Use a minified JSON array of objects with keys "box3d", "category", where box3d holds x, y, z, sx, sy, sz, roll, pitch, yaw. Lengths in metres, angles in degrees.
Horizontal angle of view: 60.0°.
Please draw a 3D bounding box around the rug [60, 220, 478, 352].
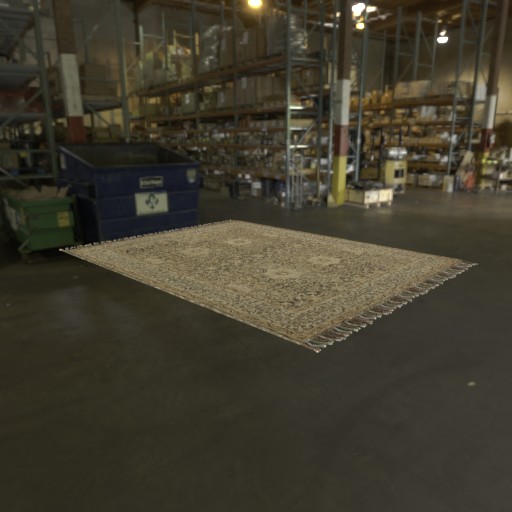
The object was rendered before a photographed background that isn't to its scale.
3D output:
[{"box3d":[0.000,0.000,4.293,3.291,0.017,2.431,14,20,42],"category":"rug"}]
